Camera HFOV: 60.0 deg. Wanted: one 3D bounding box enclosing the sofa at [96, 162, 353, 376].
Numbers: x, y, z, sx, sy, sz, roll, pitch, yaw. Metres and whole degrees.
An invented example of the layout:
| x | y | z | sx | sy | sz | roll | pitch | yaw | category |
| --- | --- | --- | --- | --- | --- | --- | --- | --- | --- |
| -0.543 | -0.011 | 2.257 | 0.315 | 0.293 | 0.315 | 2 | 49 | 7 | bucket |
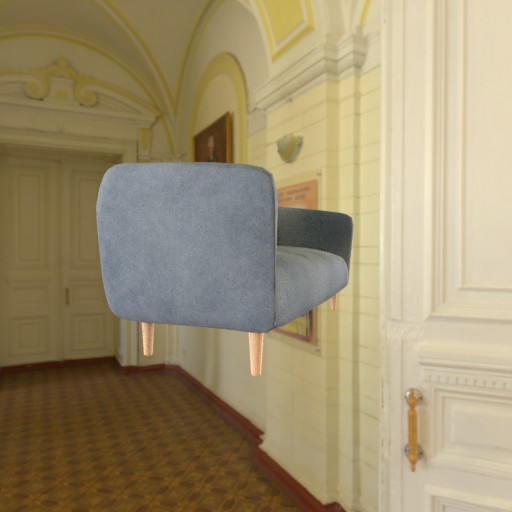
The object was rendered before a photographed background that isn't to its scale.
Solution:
| x | y | z | sx | sy | sz | roll | pitch | yaw | category |
| --- | --- | --- | --- | --- | --- | --- | --- | --- | --- |
| 0.000 | 0.000 | 2.440 | 0.849 | 0.795 | 2.095 | 0 | 1 | 19 | sofa |
